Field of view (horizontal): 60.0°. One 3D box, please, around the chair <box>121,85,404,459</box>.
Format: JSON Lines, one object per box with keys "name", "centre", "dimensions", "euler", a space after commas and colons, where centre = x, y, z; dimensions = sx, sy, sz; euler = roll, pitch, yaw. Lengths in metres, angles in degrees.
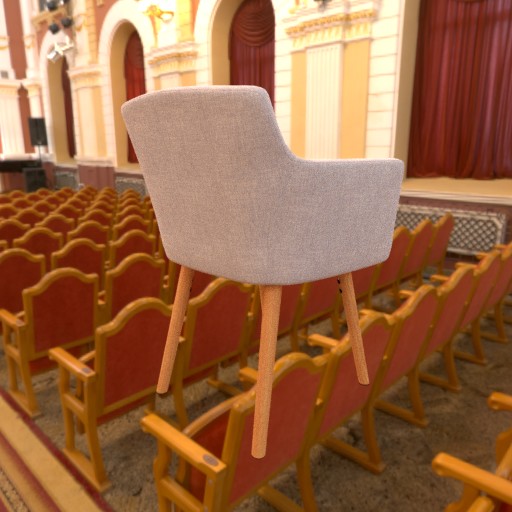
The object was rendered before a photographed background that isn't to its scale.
{"name": "chair", "centre": [0.000, 0.000, 1.150], "dimensions": [0.570, 0.780, 0.540], "euler": [13, 19, 43]}
